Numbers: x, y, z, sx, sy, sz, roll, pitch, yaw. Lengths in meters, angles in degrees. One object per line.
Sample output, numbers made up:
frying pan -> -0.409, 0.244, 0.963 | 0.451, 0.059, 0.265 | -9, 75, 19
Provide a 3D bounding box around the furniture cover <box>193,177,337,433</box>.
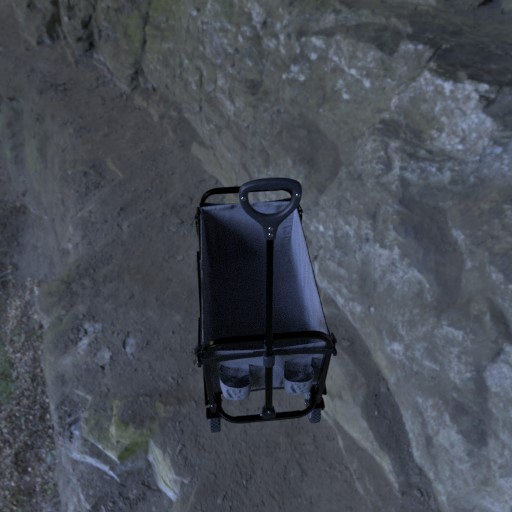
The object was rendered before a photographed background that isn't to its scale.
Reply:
furniture cover -> 0.000, 0.000, 1.782 | 0.532, 1.295, 1.038 | -4, 46, -4
